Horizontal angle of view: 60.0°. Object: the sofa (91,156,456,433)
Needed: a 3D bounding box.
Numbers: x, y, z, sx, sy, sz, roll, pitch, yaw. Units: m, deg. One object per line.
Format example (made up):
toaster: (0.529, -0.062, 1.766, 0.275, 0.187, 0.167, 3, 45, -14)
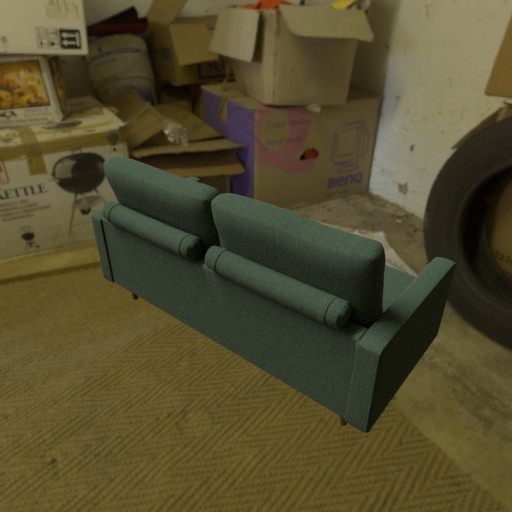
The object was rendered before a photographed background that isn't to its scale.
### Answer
sofa: (0.000, 0.000, 2.644, 2.010, 1.050, 0.966, 23, 37, 33)
